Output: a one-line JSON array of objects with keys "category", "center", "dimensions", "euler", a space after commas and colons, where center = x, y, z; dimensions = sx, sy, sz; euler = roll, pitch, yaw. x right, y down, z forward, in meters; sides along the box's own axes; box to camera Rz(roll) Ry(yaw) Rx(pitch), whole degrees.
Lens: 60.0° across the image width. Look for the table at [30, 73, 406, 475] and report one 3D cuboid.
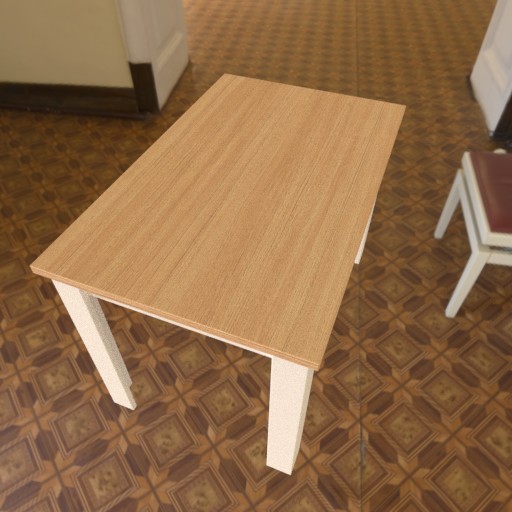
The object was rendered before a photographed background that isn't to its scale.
[{"category": "table", "center": [0.000, 0.000, 1.561], "dimensions": [0.700, 0.734, 1.100], "euler": [16, 48, 15]}]
